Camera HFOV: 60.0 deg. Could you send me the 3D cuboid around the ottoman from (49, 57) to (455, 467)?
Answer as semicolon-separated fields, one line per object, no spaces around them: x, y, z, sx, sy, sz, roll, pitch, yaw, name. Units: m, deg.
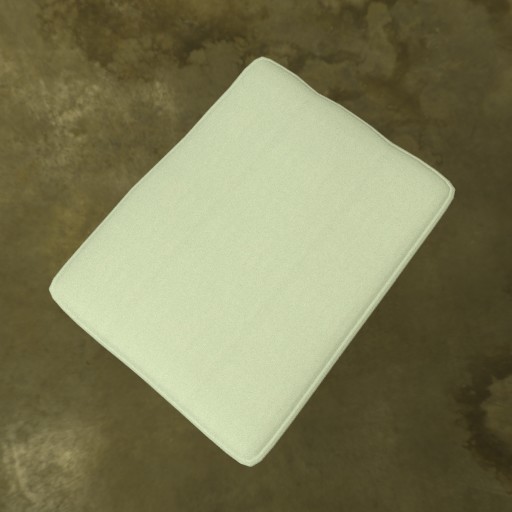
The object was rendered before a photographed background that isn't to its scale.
0.000;0.000;1.220;0.634;0.496;0.818;38;79;9;ottoman
